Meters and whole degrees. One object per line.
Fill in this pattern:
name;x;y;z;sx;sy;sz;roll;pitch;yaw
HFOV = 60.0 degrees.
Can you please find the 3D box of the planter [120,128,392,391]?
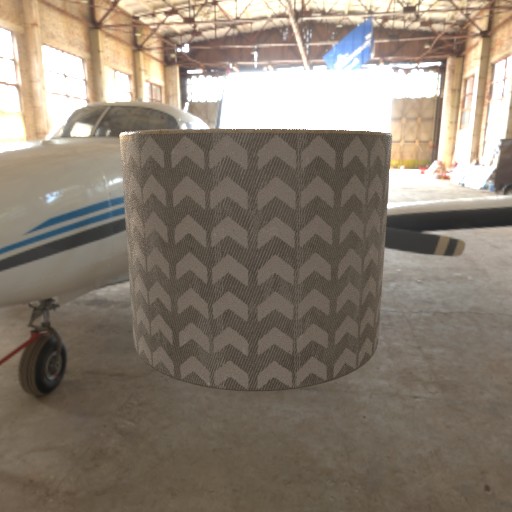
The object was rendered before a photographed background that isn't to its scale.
planter;0.000;0.000;0.343;0.190;0.181;0.190;0;13;0
